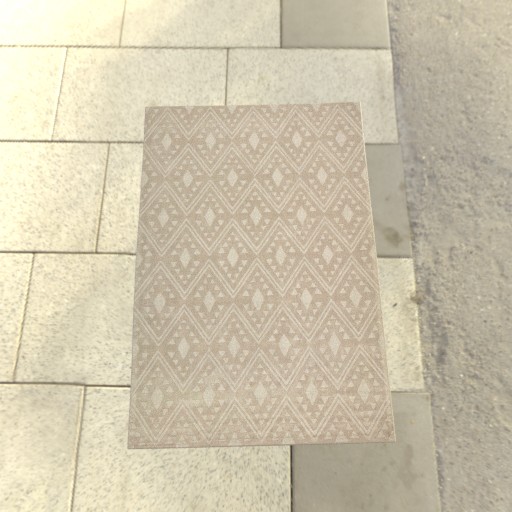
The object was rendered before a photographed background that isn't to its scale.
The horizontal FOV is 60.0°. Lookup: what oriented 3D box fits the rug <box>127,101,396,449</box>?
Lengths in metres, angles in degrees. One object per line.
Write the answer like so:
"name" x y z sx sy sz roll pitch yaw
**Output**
"rug" 0.000 0.000 2.305 1.252 0.034 1.829 -1 73 0
